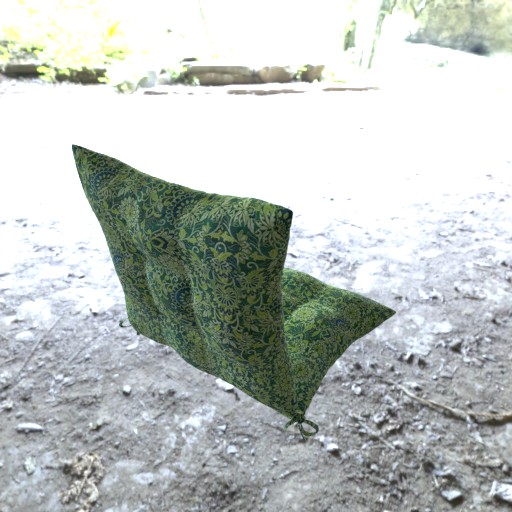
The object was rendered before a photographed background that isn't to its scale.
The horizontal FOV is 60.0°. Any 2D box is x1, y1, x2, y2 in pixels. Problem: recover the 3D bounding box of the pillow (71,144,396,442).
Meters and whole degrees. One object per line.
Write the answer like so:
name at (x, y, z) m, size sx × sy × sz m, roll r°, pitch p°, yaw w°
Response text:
pillow at (0.000, 0.000, 1.008) m, size 0.541 × 0.536 × 0.585 m, roll 21°, pitch 36°, yaw 32°
